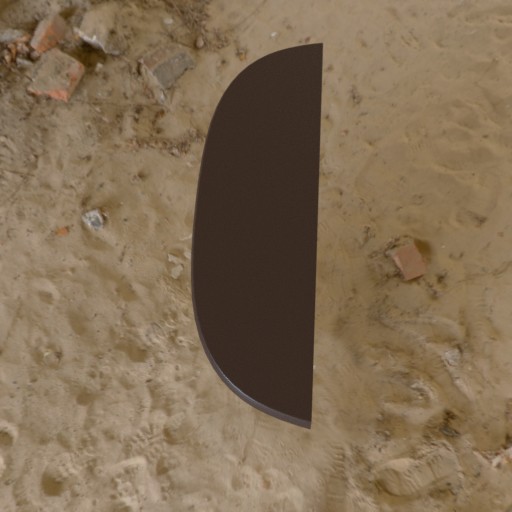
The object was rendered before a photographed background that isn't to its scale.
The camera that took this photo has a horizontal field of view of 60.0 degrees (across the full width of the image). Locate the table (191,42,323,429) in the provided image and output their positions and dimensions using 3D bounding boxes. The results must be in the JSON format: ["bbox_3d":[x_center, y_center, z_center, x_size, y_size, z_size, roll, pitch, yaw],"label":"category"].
[{"bbox_3d":[0.000,0.000,1.377,0.274,0.831,0.909,4,75,1],"label":"table"}]
